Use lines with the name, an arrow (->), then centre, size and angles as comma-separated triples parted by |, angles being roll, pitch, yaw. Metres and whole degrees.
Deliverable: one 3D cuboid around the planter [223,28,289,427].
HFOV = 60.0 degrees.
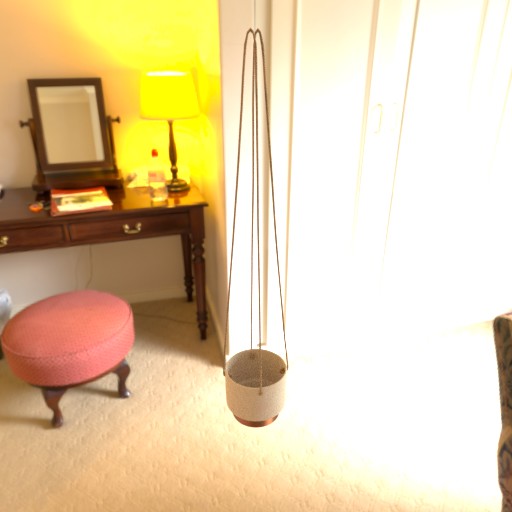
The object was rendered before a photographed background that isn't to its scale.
planter -> 0.000, 0.000, 0.919 | 0.146, 0.841, 0.146 | 18, 30, 33
